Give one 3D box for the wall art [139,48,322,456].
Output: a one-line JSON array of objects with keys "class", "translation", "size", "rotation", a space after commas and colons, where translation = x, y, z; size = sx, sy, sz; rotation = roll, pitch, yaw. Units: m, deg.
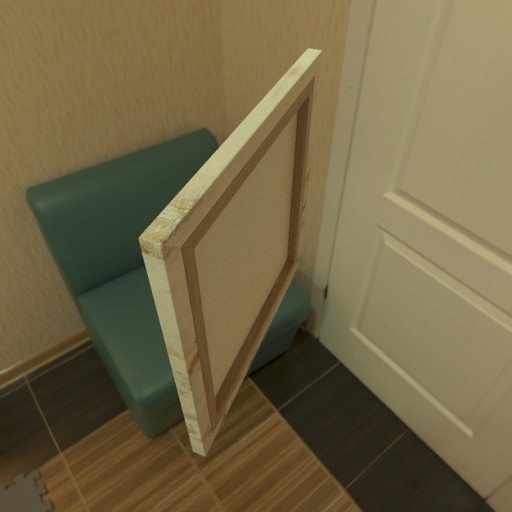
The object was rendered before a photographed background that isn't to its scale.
[{"class": "wall art", "translation": [0.000, 0.000, 1.121], "size": [0.038, 0.755, 0.753], "rotation": [17, 48, 16]}]
